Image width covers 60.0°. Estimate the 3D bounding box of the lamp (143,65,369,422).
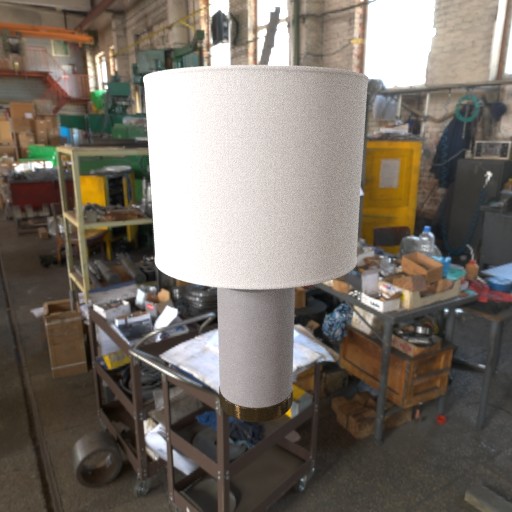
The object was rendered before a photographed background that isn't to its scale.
[{"bbox_3d":[0.000,0.000,0.514,0.229,0.380,0.229,0,16,0],"label":"lamp"}]
